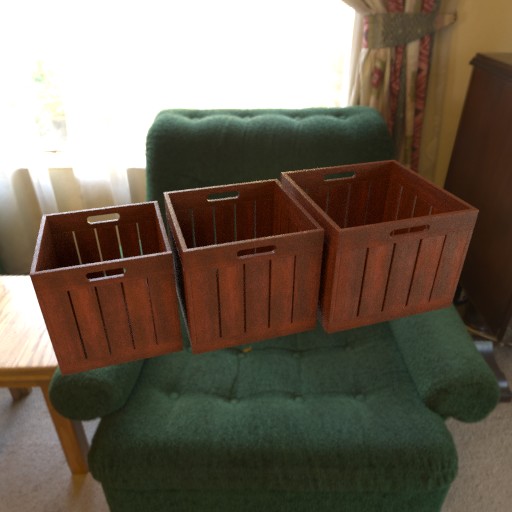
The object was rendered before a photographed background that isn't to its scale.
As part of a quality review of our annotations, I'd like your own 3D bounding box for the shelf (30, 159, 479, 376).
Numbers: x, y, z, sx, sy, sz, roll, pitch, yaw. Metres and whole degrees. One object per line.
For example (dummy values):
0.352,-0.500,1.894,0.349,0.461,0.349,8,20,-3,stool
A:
0.000,0.000,1.232,1.064,0.311,0.393,-9,33,-15,shelf
